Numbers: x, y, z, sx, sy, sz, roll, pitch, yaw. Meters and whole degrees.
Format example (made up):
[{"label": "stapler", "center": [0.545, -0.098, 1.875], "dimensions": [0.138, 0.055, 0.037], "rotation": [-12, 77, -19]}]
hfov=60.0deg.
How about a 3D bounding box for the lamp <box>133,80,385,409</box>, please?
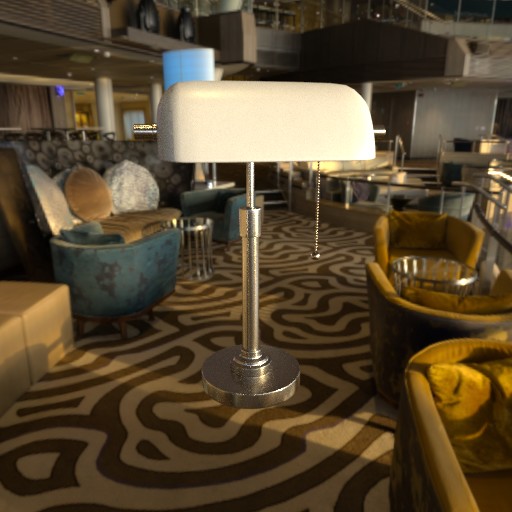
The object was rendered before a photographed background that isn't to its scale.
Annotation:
[{"label": "lamp", "center": [0.000, 0.000, 0.560], "dimensions": [0.269, 0.404, 0.227], "rotation": [-3, 16, -10]}]
